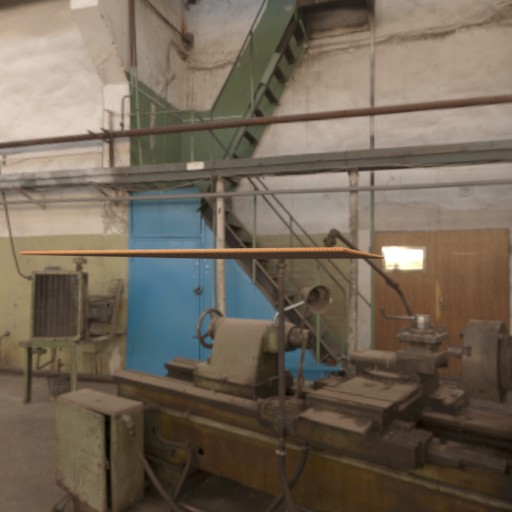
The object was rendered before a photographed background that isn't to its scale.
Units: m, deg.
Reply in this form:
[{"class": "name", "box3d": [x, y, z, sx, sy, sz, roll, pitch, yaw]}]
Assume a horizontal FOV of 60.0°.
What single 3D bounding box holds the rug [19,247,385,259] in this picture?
[{"class": "rug", "box3d": [0.000, 0.000, 2.069, 1.078, 0.013, 1.678, 0, -1, 19]}]
